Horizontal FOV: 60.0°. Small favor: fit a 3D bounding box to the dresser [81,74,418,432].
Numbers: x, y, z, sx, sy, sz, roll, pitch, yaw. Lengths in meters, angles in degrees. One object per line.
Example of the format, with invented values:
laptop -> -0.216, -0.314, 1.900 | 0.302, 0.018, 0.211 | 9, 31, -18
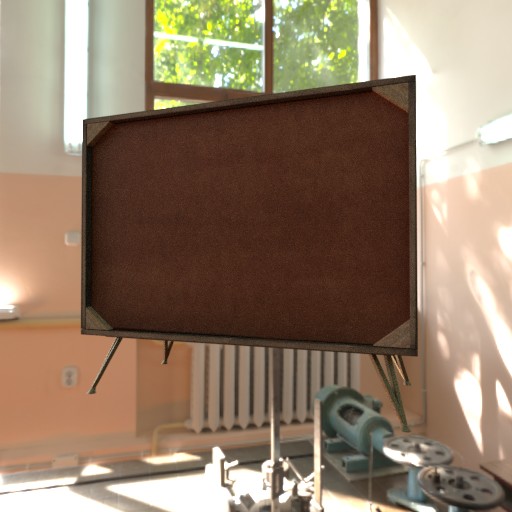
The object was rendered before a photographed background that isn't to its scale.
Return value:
dresser -> 0.000, 0.000, 1.355 | 0.923, 0.801, 0.453 | 0, -1, 20
